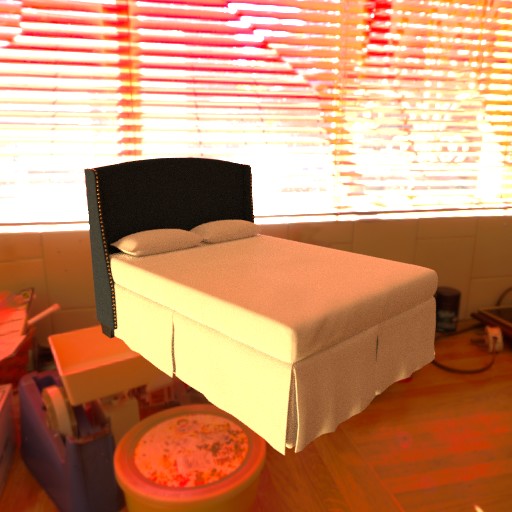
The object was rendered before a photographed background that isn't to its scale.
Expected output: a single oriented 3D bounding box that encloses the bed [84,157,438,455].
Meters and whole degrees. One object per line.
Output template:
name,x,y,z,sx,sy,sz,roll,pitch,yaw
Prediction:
bed,0.000,0.000,3.294,1.604,1.402,2.223,-13,19,-42
